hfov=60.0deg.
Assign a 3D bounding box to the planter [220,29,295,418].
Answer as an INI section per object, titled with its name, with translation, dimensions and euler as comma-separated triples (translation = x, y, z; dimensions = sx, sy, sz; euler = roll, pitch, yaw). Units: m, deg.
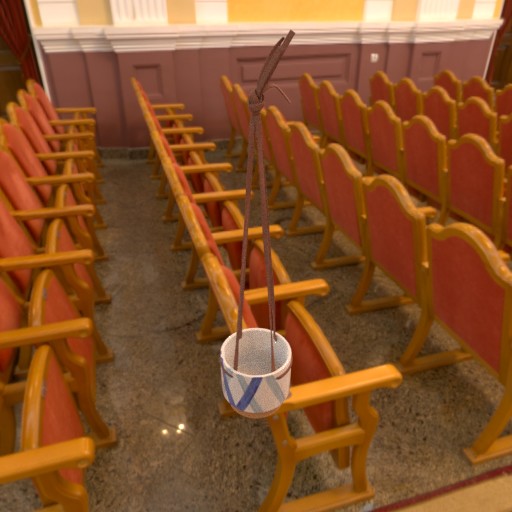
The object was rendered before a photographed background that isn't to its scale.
[planter]
translation = 0.000, 0.000, 0.827
dimensions = 0.157, 0.753, 0.153
euler = -9, 32, -15
